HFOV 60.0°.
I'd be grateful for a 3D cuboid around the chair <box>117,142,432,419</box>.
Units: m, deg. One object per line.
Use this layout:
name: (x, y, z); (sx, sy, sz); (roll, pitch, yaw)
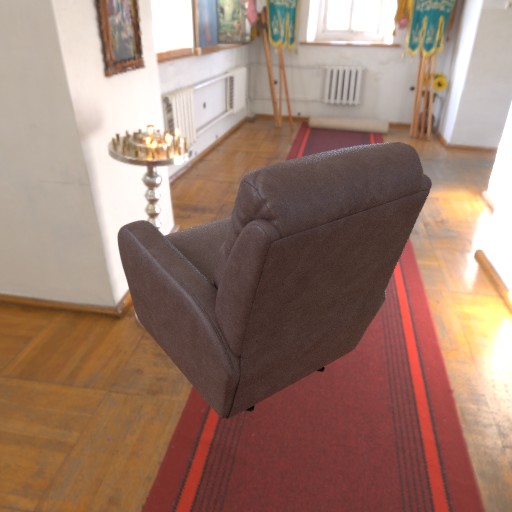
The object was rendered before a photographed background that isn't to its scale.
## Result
chair: (0.000, 0.000, 1.836); (0.865, 1.067, 1.067); (-19, 35, -30)
